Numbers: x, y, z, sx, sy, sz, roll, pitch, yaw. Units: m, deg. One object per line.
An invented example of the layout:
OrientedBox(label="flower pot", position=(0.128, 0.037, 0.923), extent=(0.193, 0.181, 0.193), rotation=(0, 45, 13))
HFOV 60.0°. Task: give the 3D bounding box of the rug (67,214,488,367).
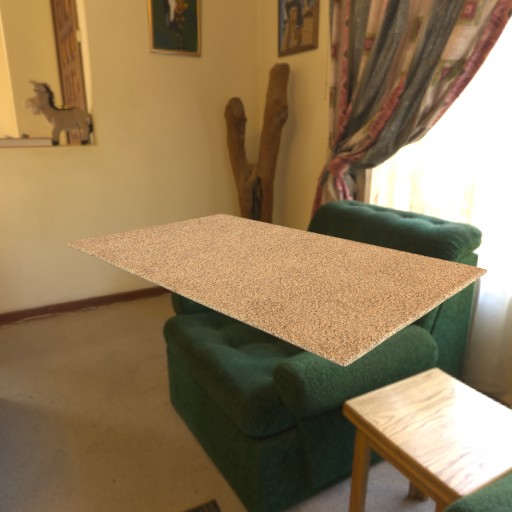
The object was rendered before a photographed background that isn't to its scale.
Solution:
OrientedBox(label="rug", position=(0.000, 0.000, 2.970), extent=(2.438, 0.030, 1.524), rotation=(16, 23, 42))
